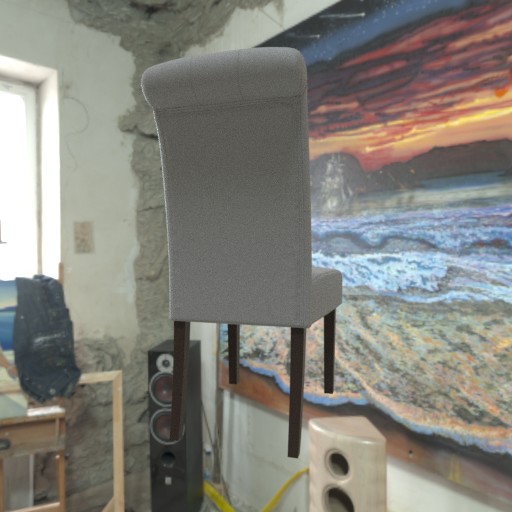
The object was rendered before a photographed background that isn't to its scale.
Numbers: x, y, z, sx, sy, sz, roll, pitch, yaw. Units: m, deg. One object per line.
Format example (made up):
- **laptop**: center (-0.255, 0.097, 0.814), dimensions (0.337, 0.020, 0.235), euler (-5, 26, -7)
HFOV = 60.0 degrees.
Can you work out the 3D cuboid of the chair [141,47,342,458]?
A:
- **chair**: center (0.000, 0.000, 1.370), dimensions (0.456, 1.006, 0.671), euler (0, 1, 17)
